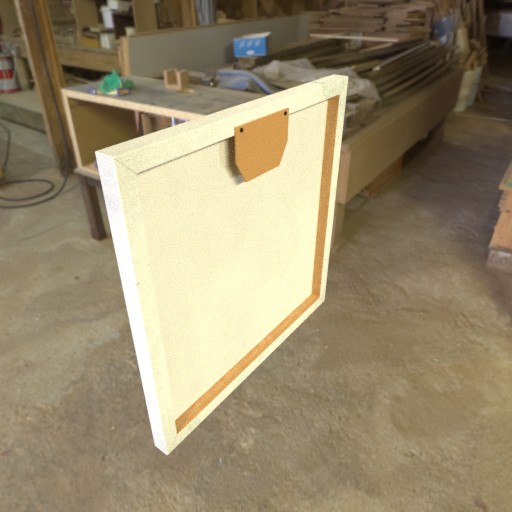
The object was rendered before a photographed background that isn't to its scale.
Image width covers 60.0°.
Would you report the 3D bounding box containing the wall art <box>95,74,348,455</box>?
[{"bbox_3d":[0.000,0.000,0.907,0.044,0.605,0.605,23,39,31],"label":"wall art"}]
